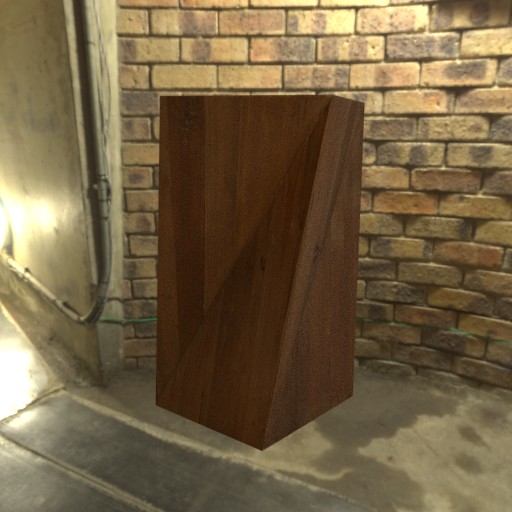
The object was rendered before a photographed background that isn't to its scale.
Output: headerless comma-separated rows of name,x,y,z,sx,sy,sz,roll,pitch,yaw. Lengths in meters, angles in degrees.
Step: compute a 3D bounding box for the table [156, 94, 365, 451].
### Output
table,0.000,0.000,0.914,0.441,0.604,0.425,-3,17,-11
